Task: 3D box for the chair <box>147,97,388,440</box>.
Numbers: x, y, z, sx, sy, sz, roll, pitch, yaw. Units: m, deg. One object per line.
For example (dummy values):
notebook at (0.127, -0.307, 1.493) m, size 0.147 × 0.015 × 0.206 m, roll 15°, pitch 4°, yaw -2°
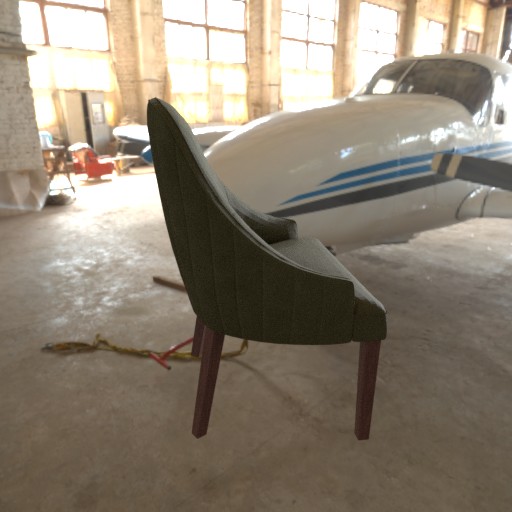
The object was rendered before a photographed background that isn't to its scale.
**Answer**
chair at (0.000, 0.000, 1.321) m, size 0.575 × 0.889 × 0.643 m, roll -3°, pitch 19°, yaw -8°
